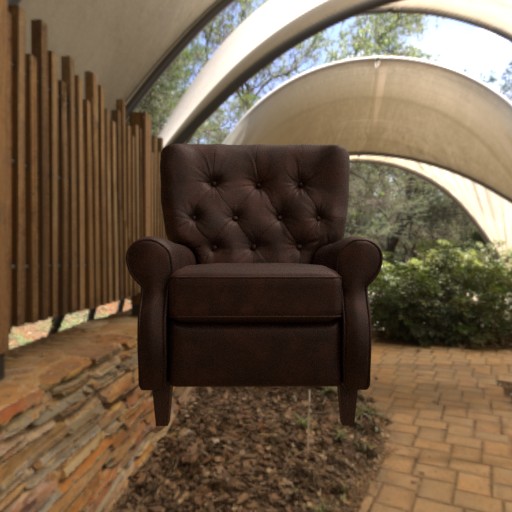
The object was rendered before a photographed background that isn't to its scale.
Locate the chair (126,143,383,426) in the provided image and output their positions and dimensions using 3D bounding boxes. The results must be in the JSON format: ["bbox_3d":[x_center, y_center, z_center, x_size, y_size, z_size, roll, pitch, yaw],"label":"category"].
[{"bbox_3d":[0.000,0.000,1.949,0.948,1.158,1.058,0,1,0],"label":"chair"}]
